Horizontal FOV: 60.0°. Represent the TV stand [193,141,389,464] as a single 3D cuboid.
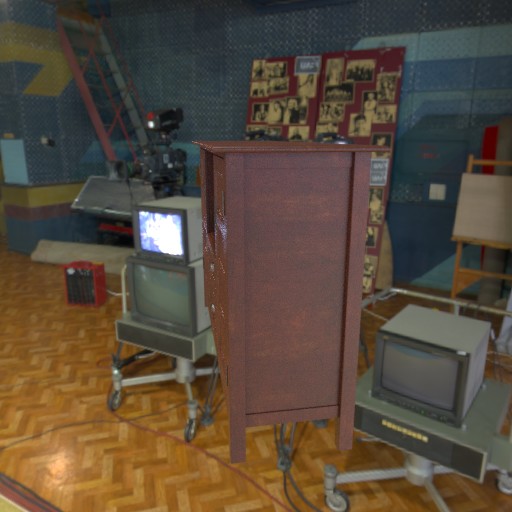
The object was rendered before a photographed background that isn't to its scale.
[{"bbox_3d":[0.000,0.000,1.845,0.445,0.915,1.372,-3,15,-9],"label":"TV stand"}]
